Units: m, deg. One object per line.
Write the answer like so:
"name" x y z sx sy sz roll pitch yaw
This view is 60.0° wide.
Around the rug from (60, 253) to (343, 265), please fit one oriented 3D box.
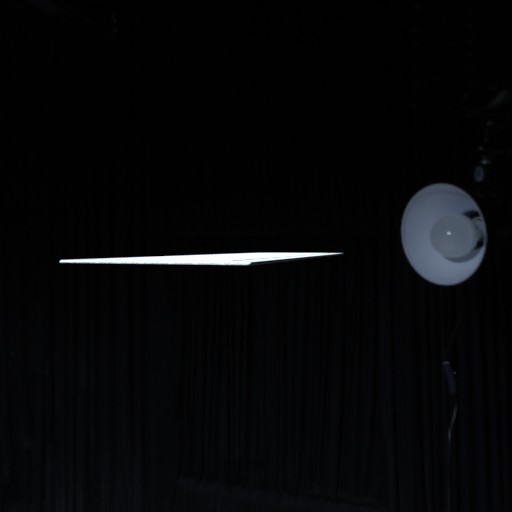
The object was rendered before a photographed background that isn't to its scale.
"rug" 0.000 0.000 2.691 0.759 0.012 2.430 0 1 18
